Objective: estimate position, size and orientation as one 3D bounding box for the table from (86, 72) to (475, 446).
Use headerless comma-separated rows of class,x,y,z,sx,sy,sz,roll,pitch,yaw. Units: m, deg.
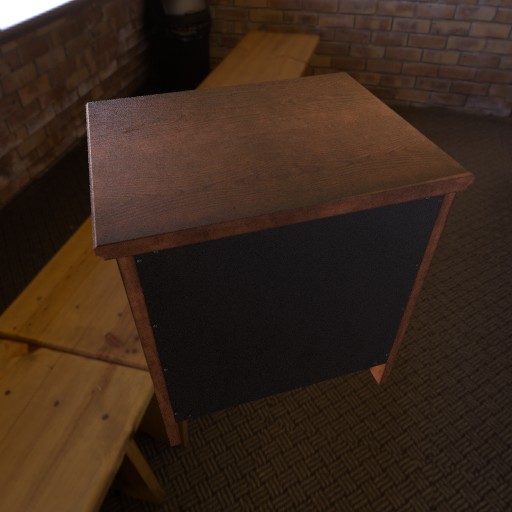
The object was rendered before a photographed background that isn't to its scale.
table,0.000,0.000,0.999,0.586,0.597,0.461,-12,44,-13
